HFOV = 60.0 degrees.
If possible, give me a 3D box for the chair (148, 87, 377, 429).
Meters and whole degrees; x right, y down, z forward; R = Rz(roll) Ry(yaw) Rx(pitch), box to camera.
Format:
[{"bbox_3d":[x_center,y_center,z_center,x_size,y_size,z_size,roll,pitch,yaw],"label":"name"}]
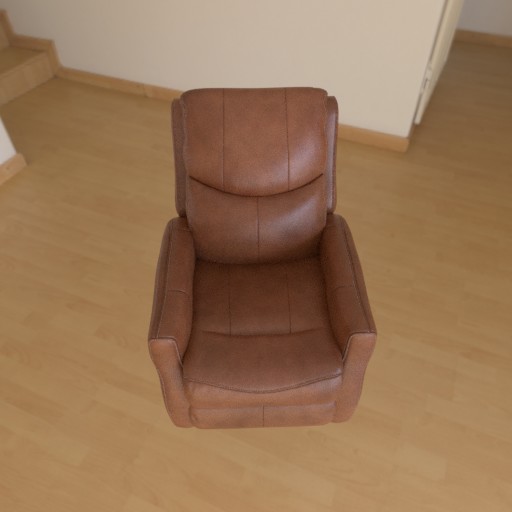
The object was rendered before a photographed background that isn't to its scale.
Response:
[{"bbox_3d":[0.000,0.000,1.763,0.821,1.016,1.072,-1,46,-1],"label":"chair"}]
